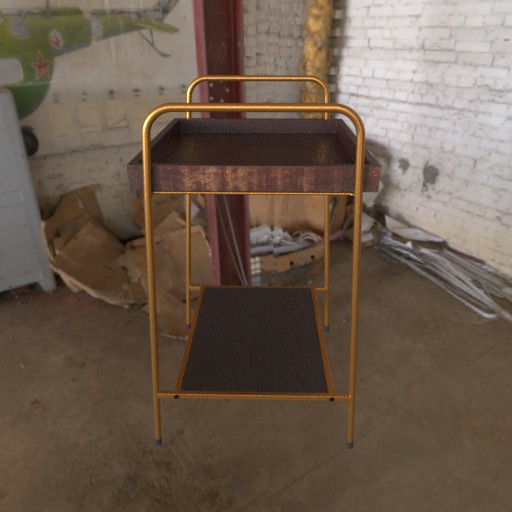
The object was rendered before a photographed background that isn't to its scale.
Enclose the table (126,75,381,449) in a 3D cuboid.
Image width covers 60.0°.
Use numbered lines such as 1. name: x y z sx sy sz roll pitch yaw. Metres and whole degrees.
1. table: 0.000 0.000 0.986 0.430 0.710 0.430 1 27 1
